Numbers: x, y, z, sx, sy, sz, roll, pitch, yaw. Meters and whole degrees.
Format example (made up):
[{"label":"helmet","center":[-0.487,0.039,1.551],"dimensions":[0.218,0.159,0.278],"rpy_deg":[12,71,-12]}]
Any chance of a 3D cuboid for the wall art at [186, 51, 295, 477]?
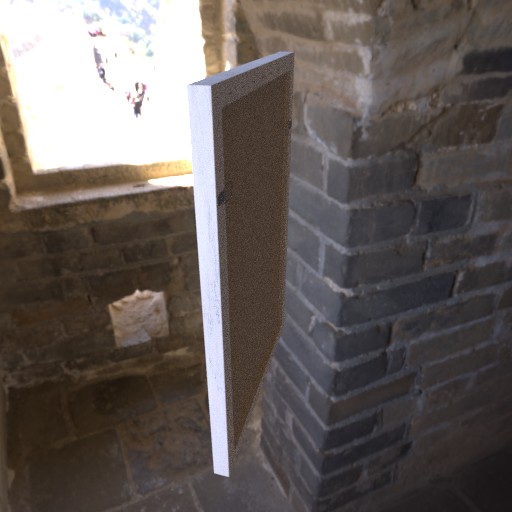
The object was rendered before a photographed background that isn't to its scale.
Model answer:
[{"label":"wall art","center":[0.000,0.000,1.143],"dimensions":[0.043,0.914,0.624],"rpy_deg":[8,30,14]}]
